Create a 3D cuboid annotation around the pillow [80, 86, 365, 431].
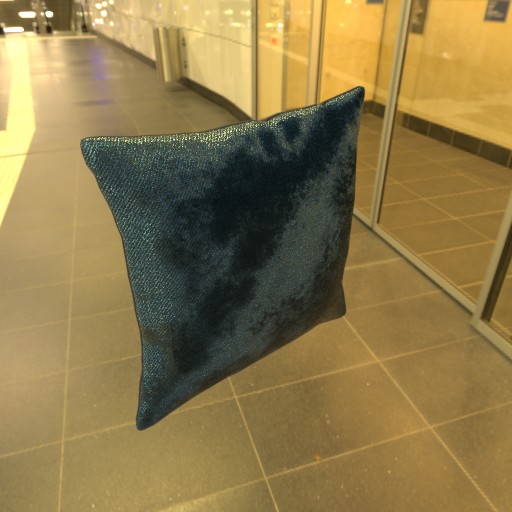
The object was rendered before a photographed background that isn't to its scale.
[{"bbox_3d":[0.000,0.000,0.648,0.436,0.430,0.138,-21,37,-32],"label":"pillow"}]
